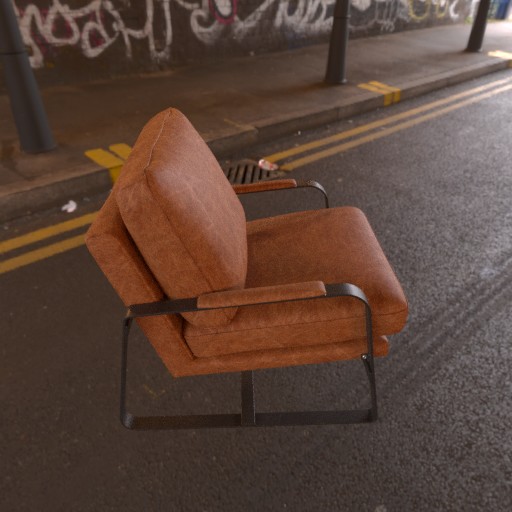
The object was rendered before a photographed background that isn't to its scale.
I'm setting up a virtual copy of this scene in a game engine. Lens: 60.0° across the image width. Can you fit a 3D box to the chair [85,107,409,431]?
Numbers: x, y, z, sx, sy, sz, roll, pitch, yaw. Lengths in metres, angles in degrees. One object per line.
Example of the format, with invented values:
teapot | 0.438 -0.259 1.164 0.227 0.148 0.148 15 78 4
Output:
chair | 0.000 0.000 1.357 0.801 0.777 0.651 -1 34 -2
